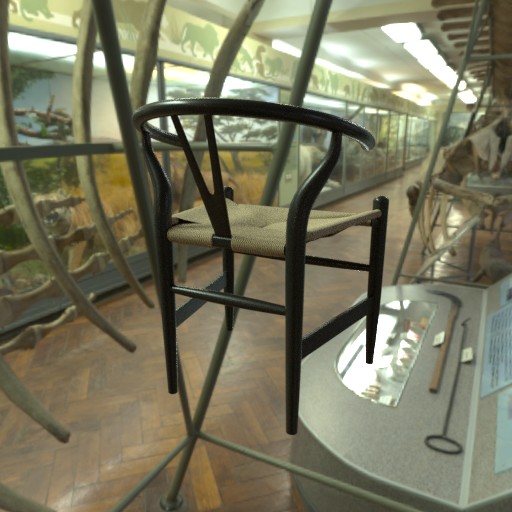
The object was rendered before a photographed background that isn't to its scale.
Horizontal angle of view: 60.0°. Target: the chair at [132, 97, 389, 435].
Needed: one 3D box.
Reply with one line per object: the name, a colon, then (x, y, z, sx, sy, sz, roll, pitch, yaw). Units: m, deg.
chair: (0.000, 0.000, 1.153, 0.570, 0.739, 0.570, 8, 17, 27)
